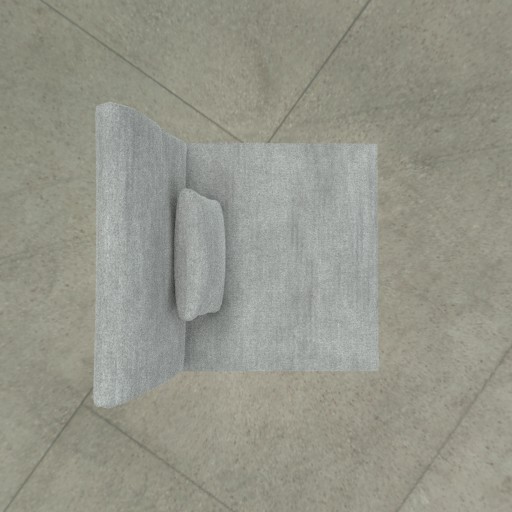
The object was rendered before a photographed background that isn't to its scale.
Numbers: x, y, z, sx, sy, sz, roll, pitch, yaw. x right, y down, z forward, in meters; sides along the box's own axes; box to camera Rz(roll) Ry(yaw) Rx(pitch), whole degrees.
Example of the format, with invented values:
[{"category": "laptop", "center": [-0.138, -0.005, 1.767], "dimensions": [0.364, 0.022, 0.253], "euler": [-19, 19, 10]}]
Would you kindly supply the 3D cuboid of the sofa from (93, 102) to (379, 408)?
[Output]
[{"category": "sofa", "center": [0.000, 0.000, 1.698], "dimensions": [1.000, 0.820, 0.930], "euler": [0, 89, -1]}]
